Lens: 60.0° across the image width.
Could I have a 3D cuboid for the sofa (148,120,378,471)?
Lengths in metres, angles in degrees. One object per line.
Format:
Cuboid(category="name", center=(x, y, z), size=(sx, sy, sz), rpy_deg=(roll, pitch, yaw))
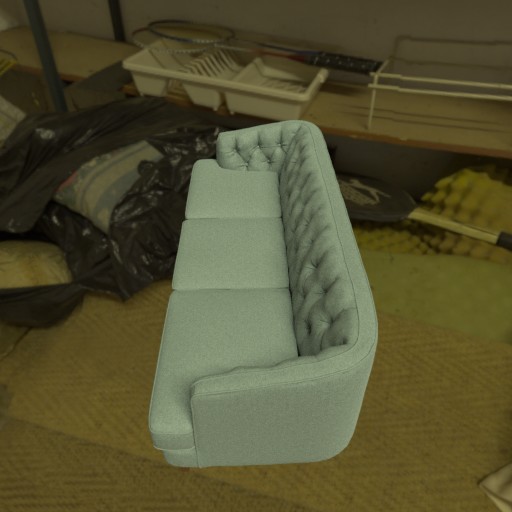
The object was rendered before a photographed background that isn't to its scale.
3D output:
Cuboid(category="sofa", center=(0.000, 0.000, 2.645), size=(0.941, 0.855, 2.278), rpy_deg=(-1, 40, -1))
